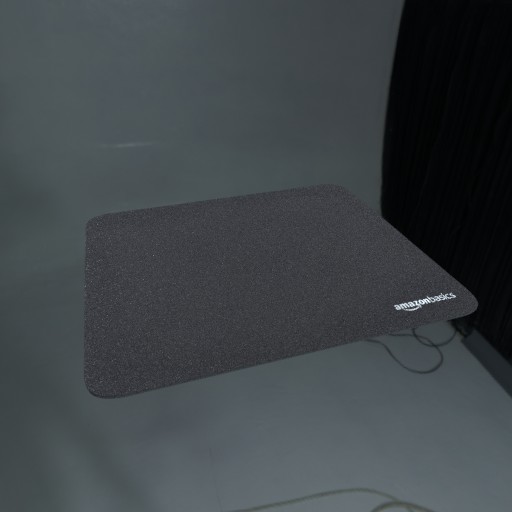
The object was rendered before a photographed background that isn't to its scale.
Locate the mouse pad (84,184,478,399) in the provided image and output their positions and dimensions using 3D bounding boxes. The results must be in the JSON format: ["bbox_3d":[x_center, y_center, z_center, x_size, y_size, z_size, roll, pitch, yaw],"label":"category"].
[{"bbox_3d":[0.000,0.000,0.429,0.315,0.002,0.269,-10,34,-15],"label":"mouse pad"}]
